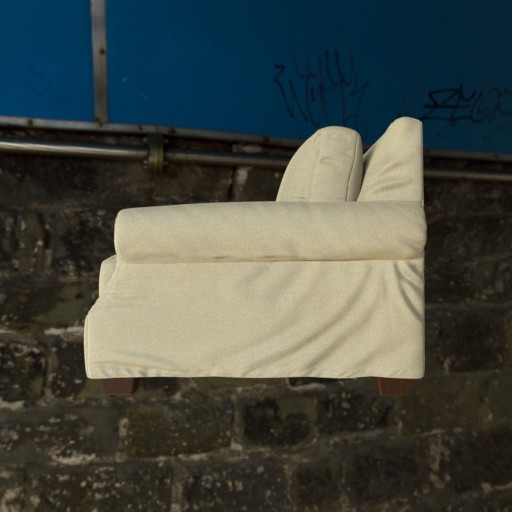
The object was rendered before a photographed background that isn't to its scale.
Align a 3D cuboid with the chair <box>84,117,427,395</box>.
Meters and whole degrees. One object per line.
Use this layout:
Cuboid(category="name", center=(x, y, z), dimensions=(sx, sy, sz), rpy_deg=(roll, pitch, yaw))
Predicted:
Cuboid(category="chair", center=(0.000, 0.000, 1.731), dimensions=(1.066, 0.866, 0.940), rpy_deg=(0, -1, 0))
